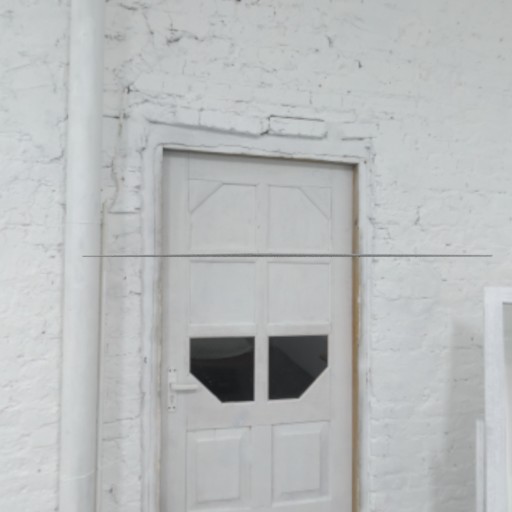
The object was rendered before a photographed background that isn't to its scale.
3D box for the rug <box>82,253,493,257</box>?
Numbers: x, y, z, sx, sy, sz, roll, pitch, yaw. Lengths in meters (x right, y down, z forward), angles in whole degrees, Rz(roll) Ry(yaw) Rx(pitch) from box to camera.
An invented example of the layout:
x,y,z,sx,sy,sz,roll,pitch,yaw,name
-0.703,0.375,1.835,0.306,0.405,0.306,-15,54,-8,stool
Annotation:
x,y,z,sx,sy,sz,roll,pitch,yaw,name
0.000,0.000,4.261,2.393,0.013,3.307,0,0,-36,rug
